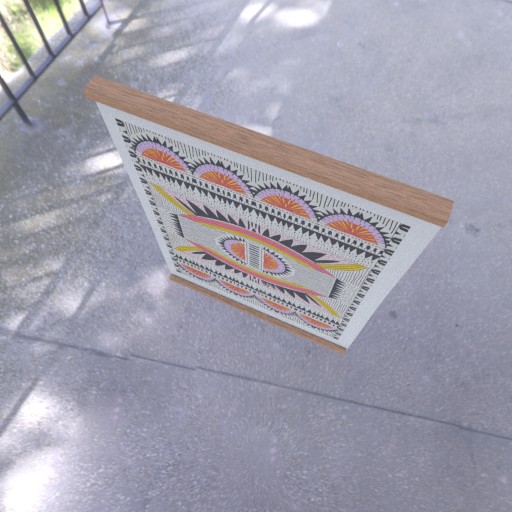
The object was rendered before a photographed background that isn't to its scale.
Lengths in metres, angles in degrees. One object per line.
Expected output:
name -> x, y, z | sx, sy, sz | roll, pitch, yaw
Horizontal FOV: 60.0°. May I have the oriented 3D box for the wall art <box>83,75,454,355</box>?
wall art -> 0.000, 0.000, 0.784 | 0.456, 0.609, 0.028 | 22, 67, 10
